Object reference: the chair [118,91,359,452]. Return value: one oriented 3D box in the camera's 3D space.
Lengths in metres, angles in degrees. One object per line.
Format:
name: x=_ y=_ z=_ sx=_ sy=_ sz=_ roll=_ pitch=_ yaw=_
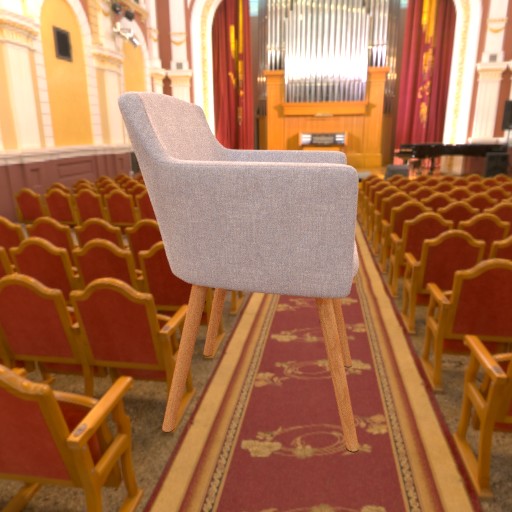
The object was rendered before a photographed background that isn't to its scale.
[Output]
chair: x=0.000 y=0.000 z=1.122 sx=0.540 sy=0.780 sz=0.570 roll=2 pitch=16 yaw=9
